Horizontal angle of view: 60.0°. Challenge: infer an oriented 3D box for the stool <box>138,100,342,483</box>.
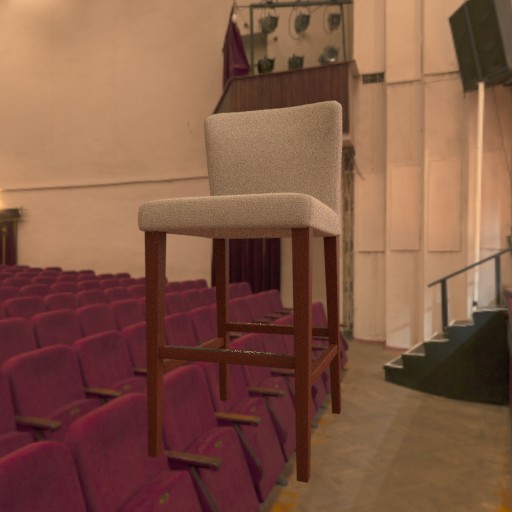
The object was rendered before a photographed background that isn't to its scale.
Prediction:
[{"bbox_3d":[0.000,0.000,1.355,0.481,1.069,0.568,0,0,19],"label":"stool"}]
